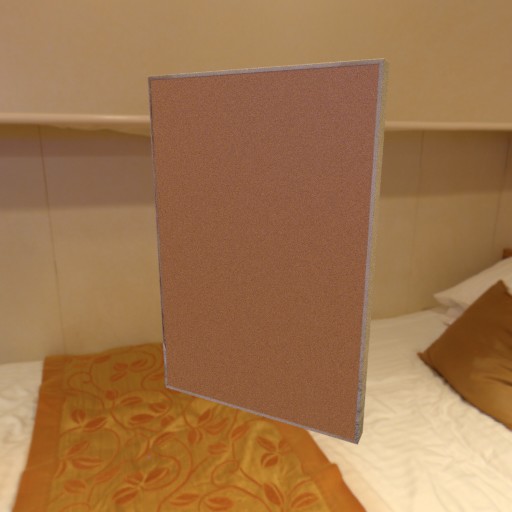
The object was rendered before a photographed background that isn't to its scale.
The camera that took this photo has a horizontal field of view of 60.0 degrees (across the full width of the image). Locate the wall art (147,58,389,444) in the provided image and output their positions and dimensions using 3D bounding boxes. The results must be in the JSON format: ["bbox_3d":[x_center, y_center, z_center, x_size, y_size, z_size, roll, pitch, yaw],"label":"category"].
[{"bbox_3d":[0.000,0.000,0.777,0.403,0.607,0.036,7,17,25],"label":"wall art"}]
